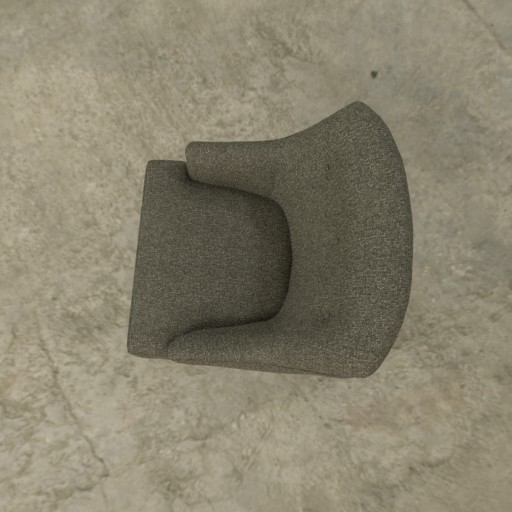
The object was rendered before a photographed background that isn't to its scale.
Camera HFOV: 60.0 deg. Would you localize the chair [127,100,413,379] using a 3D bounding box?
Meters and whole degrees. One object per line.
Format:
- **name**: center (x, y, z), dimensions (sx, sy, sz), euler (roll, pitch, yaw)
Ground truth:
- **chair**: center (0.000, 0.000, 1.672), dimensions (0.923, 0.856, 0.864), euler (2, 75, 1)
